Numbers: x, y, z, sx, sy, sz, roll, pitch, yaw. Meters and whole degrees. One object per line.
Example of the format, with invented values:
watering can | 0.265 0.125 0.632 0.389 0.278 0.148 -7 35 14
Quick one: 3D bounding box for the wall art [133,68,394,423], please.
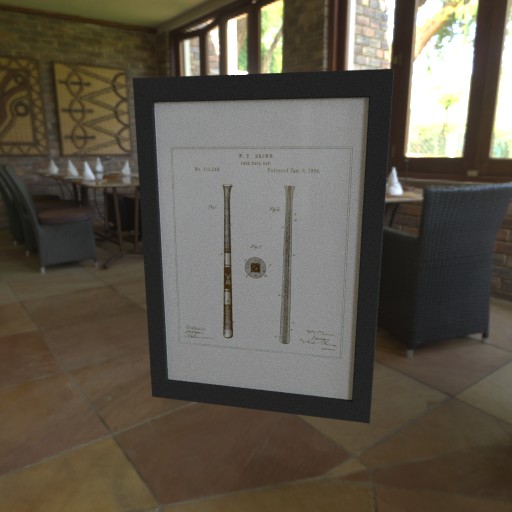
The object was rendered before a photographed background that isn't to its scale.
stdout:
wall art | 0.000 0.000 0.688 0.374 0.529 0.012 3 14 12
